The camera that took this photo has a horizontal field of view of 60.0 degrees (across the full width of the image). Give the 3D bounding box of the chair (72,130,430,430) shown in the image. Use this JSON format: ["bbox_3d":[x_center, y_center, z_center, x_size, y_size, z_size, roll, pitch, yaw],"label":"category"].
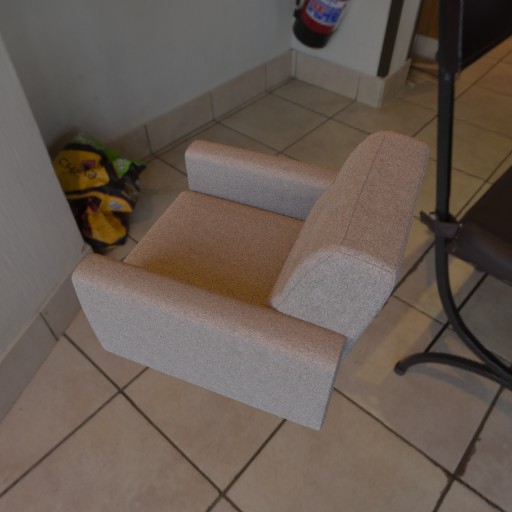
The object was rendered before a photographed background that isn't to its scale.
[{"bbox_3d":[0.000,0.000,1.543,0.907,0.839,0.831,17,49,15],"label":"chair"}]
